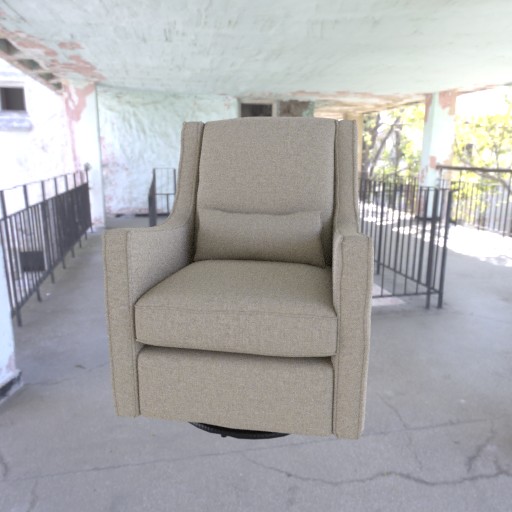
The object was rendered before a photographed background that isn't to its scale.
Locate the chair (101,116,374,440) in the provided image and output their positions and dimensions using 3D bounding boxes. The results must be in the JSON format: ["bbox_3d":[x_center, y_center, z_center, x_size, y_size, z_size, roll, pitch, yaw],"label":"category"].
[{"bbox_3d":[0.000,0.000,1.564,0.732,0.993,0.879,2,13,9],"label":"chair"}]
